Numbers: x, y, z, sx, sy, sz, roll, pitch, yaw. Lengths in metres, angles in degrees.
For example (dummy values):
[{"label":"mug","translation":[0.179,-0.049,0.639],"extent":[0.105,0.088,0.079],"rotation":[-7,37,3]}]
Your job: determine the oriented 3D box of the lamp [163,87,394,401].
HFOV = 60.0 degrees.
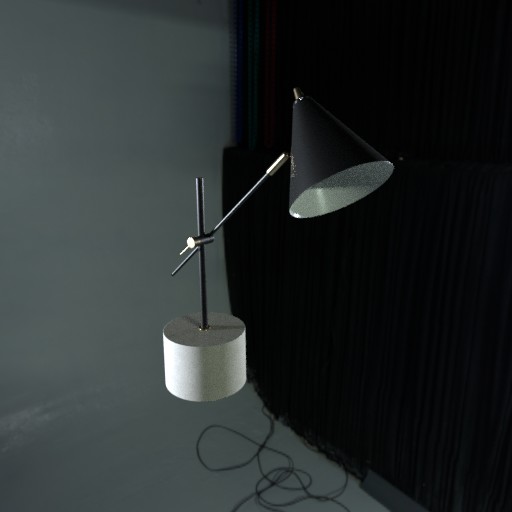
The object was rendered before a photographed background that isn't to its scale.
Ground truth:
[{"label":"lamp","translation":[0.000,0.000,0.725],"extent":[0.214,0.518,0.403],"rotation":[-14,21,-41]}]
